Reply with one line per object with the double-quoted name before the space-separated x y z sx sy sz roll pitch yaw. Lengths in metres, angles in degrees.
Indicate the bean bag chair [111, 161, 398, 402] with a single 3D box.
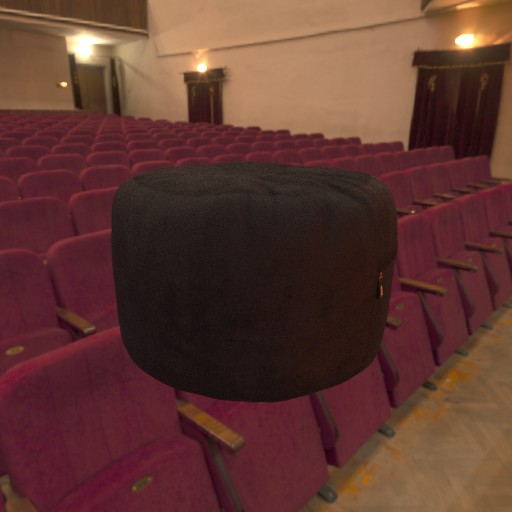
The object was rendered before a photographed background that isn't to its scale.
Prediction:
"bean bag chair" 0.000 0.000 1.978 1.219 0.762 1.219 0 17 0
